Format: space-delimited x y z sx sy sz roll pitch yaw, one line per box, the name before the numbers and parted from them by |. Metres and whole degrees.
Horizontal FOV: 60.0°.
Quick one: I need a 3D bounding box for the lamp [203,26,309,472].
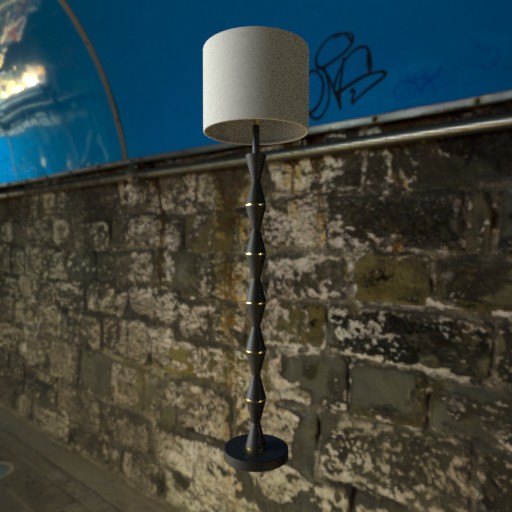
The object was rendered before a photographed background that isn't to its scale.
lamp | 0.000 0.000 1.624 0.381 1.480 0.381 -1 2 -36
